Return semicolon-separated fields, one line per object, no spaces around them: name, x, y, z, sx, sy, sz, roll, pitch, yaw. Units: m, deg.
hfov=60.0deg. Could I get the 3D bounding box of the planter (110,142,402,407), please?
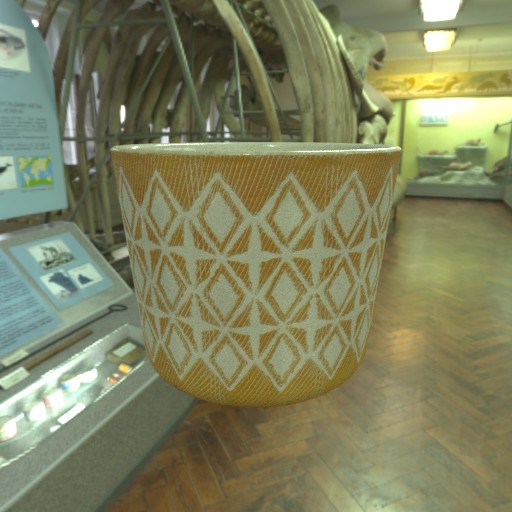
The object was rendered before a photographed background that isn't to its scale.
planter;0.000;0.000;0.216;0.126;0.104;0.126;0;16;0
